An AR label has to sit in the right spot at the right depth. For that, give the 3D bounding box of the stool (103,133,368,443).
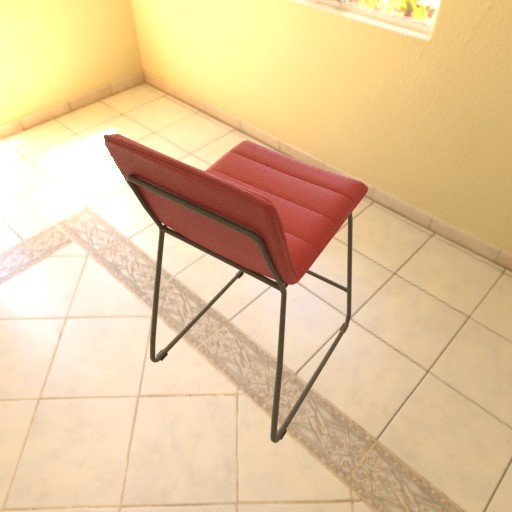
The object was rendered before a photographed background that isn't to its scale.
[{"bbox_3d":[0.000,0.000,1.202,0.489,0.866,0.524,26,52,23],"label":"stool"}]
